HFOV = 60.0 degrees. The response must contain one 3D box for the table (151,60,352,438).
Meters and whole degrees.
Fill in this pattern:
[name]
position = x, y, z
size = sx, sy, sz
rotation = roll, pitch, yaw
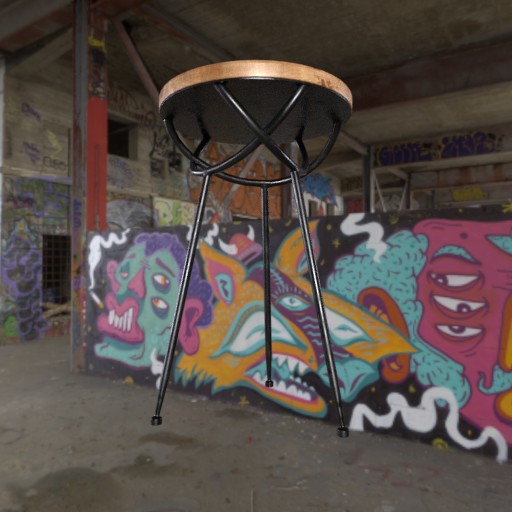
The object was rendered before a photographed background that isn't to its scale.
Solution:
[table]
position = 0.000, 0.000, 0.948
size = 0.414, 0.664, 0.418
rotation = 1, -2, -37
